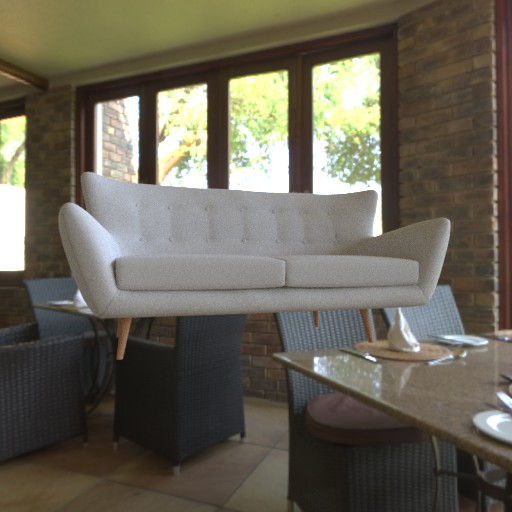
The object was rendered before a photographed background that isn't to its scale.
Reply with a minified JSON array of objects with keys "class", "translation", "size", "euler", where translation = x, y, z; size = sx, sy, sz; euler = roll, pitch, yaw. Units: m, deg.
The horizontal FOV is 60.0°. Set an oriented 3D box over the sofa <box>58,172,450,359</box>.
[{"class":"sofa","translation":[0.000,0.000,2.436],"size":[1.930,0.890,0.899],"euler":[0,-1,-19]}]
